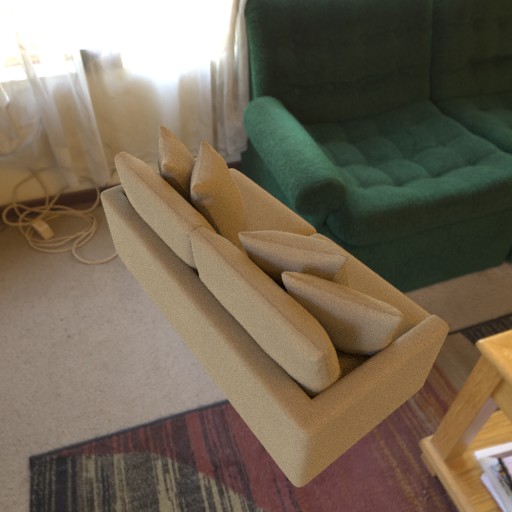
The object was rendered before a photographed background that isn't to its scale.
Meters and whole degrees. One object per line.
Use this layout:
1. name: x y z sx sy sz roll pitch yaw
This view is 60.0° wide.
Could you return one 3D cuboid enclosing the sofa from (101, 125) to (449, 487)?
1. sofa: 0.000 0.000 2.991 1.228 1.084 2.380 -27 49 -26
